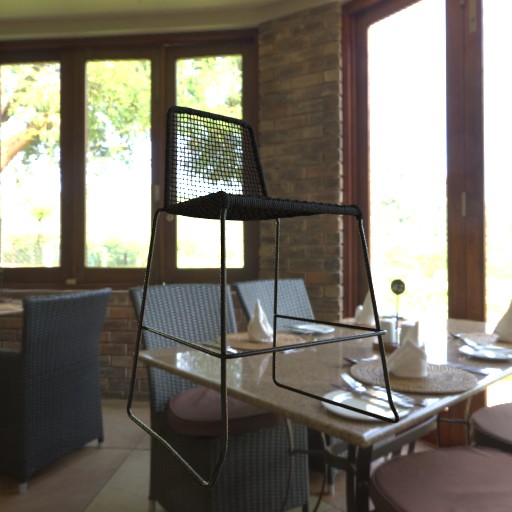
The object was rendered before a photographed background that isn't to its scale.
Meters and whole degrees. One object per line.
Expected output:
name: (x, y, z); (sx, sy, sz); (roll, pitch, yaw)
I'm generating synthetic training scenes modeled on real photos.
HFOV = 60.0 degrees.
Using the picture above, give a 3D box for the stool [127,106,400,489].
stool: (0.000, 0.000, 1.212); (0.590, 0.905, 0.509); (0, -1, -36)
